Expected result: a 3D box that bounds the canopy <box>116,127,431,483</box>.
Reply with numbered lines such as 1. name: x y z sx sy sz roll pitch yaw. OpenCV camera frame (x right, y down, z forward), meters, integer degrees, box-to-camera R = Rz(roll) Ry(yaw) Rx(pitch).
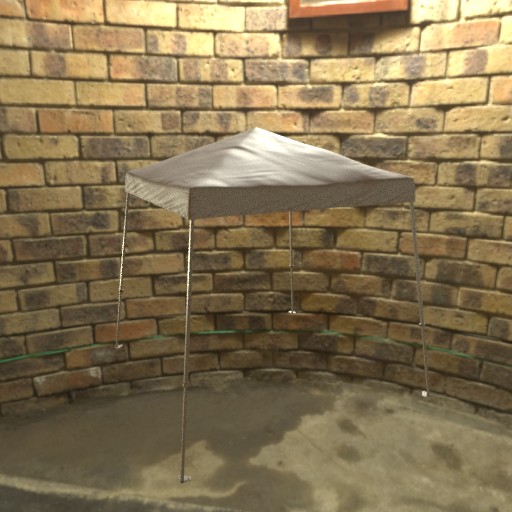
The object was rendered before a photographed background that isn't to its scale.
1. canopy: 0.000 0.000 6.461 3.599 3.600 3.600 -7 16 -26
